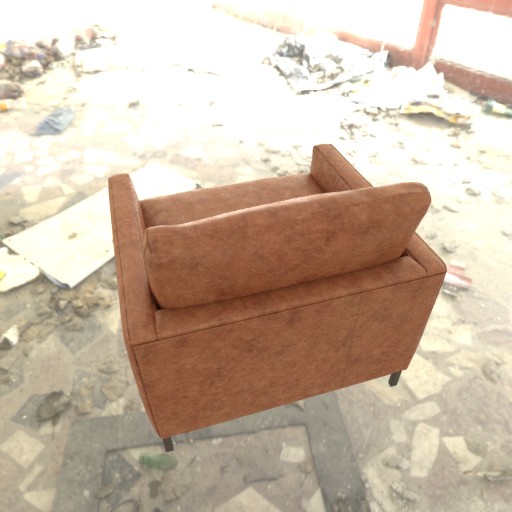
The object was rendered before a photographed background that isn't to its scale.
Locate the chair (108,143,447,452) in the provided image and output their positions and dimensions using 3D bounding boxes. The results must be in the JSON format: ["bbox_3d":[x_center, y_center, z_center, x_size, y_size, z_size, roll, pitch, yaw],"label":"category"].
[{"bbox_3d":[0.000,0.000,1.626,0.967,0.869,0.862,-11,42,-13],"label":"chair"}]
